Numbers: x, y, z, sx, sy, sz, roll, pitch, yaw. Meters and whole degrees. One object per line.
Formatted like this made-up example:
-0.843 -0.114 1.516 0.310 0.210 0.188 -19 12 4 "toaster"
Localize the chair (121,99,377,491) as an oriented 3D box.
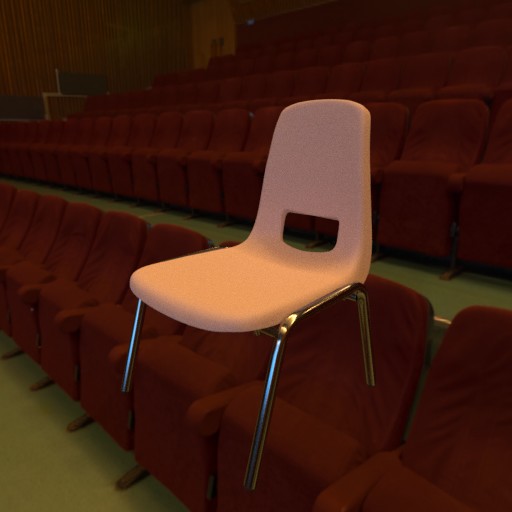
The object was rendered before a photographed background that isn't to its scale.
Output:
0.000 0.000 0.785 0.354 0.537 0.385 15 22 42 "chair"
